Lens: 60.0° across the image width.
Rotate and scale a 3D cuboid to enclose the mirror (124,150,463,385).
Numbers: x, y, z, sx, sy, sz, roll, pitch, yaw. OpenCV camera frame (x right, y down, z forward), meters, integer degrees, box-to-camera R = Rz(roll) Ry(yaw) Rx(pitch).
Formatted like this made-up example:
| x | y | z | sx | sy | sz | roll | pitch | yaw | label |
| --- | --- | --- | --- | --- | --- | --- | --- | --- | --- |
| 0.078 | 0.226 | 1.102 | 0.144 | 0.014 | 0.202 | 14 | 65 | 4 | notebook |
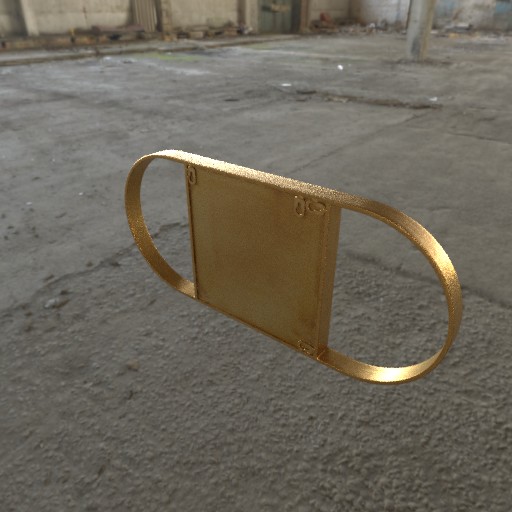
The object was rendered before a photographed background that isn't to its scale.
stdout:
| x | y | z | sx | sy | sz | roll | pitch | yaw | label |
| --- | --- | --- | --- | --- | --- | --- | --- | --- | --- |
| 0.000 | 0.000 | 0.665 | 0.584 | 0.254 | 0.032 | 21 | 36 | 33 | mirror |
